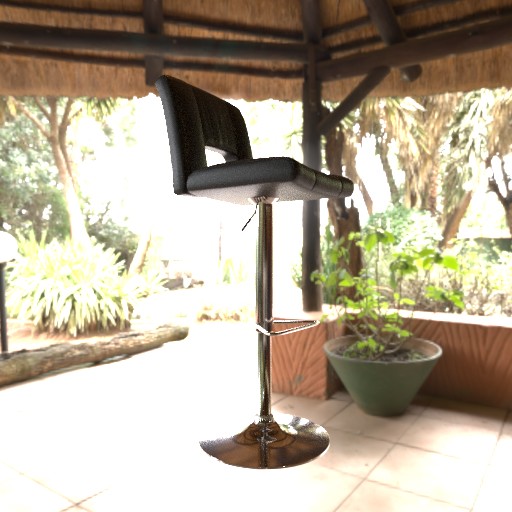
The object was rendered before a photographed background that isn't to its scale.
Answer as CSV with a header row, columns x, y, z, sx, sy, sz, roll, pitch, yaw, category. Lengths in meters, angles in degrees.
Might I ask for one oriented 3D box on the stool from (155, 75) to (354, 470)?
x,y,z,sx,sy,sz,roll,pitch,yaw,category
0.000,0.000,1.418,0.520,1.151,0.415,0,0,35,stool
